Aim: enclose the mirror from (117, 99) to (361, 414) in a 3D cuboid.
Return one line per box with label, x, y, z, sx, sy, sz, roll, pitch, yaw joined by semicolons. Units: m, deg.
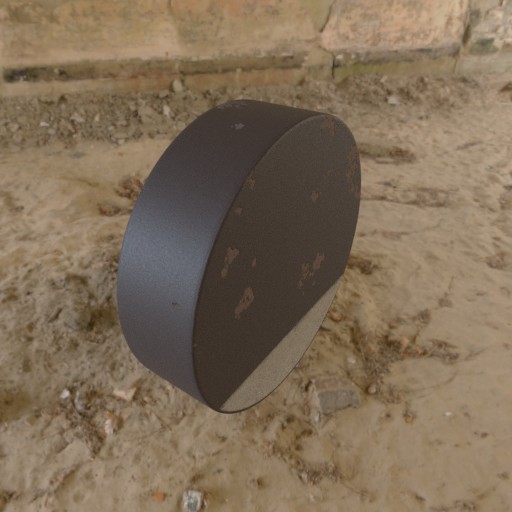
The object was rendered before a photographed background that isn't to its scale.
mirror;0.000;0.000;0.591;0.126;0.386;0.386;21;39;29
